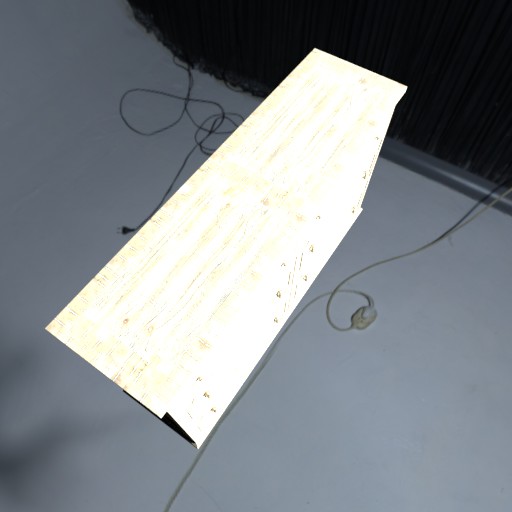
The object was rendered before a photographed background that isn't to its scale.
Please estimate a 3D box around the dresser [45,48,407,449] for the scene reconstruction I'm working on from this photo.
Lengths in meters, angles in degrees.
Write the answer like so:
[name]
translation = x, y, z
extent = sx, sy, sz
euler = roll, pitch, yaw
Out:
[dresser]
translation = 0.000, 0.000, 2.066
extent = 0.457, 1.016, 1.626
euler = 31, 65, 16
